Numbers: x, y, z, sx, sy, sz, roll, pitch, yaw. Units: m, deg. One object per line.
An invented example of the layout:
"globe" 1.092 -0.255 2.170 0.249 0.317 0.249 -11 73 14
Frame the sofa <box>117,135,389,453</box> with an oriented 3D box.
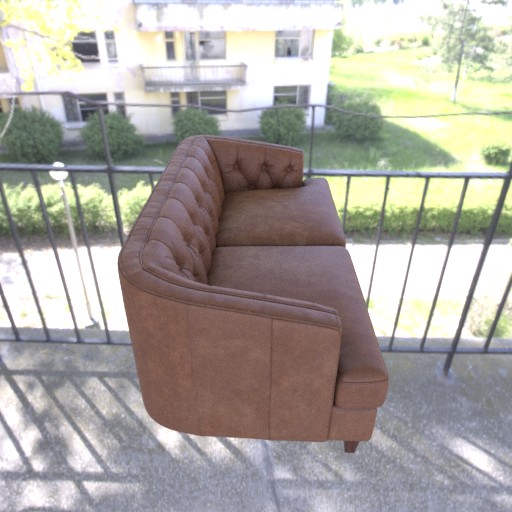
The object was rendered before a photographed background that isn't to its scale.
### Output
"sofa" 0.000 0.000 2.205 0.914 0.786 1.755 1 31 1
